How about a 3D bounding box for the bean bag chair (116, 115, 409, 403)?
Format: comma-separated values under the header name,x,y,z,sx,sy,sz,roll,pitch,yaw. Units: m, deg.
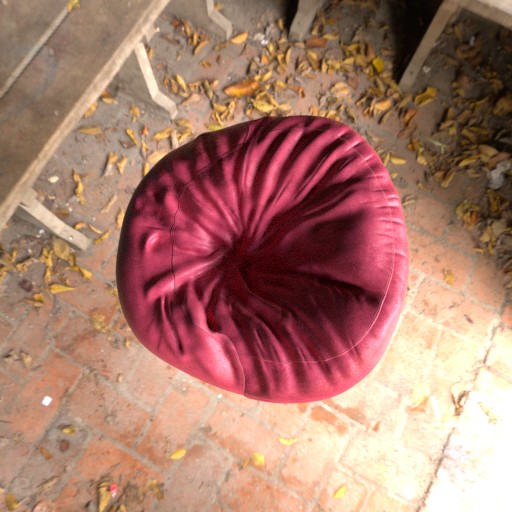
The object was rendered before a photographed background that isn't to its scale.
name,x,y,z,sx,sy,sz,roll,pitch,yaw
bean bag chair,0.000,0.000,2.427,1.524,0.878,1.524,1,75,0
